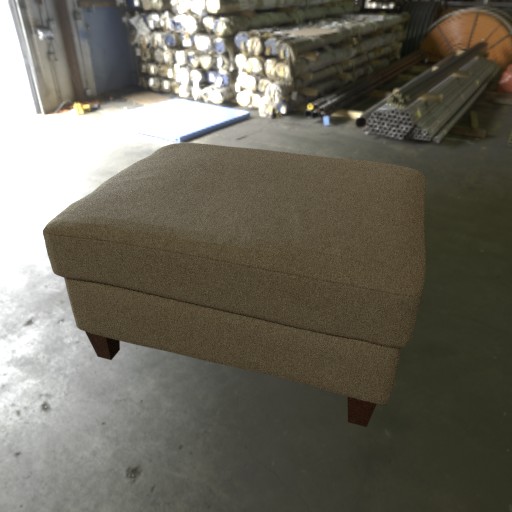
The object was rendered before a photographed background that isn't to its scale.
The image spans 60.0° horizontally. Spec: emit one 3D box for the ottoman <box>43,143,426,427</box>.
[{"bbox_3d":[0.000,0.000,1.314,0.889,0.511,0.692,10,33,15],"label":"ottoman"}]
